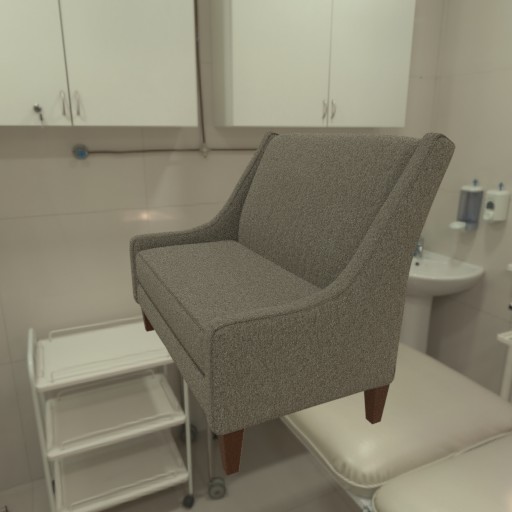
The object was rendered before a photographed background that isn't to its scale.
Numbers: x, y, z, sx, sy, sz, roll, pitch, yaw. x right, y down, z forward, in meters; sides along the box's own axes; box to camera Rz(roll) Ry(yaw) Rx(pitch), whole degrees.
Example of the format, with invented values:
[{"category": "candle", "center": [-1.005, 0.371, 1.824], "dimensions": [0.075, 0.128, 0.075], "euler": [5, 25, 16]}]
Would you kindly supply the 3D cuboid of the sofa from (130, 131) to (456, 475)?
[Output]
[{"category": "sofa", "center": [0.000, 0.000, 1.901], "dimensions": [0.862, 1.026, 1.242], "euler": [-8, 18, -25]}]
